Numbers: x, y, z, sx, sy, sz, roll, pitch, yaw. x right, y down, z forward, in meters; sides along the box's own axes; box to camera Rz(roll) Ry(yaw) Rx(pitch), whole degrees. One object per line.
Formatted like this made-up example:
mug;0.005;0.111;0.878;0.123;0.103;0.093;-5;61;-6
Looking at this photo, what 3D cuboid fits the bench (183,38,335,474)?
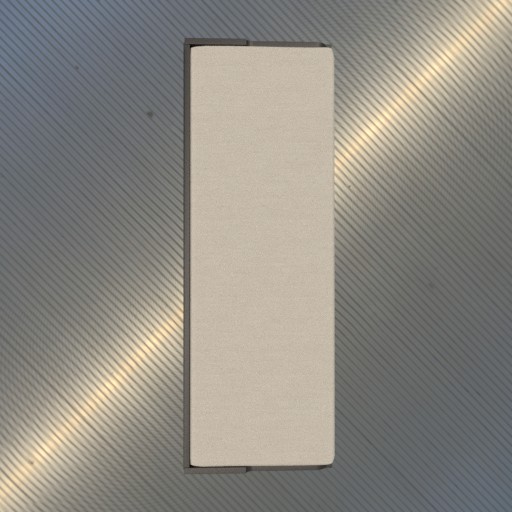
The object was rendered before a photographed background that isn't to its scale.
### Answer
bench;0.000;0.000;1.390;0.398;0.501;1.140;0;90;-1
